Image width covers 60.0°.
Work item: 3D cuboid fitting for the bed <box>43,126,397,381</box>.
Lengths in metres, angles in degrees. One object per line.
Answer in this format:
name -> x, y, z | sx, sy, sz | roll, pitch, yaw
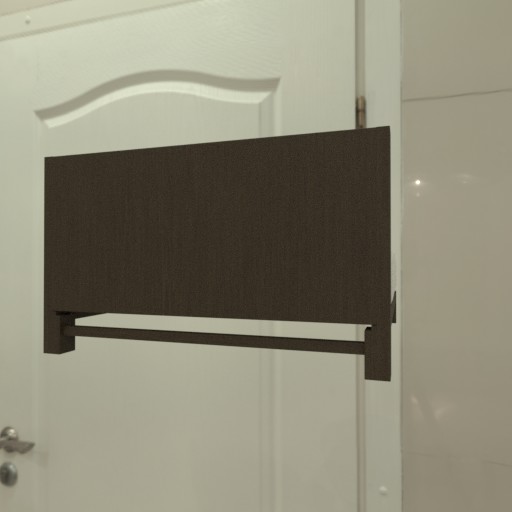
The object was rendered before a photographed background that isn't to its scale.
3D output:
bed -> 0.000, 0.000, 3.576 | 2.143, 1.261, 2.238 | 0, -1, 18
